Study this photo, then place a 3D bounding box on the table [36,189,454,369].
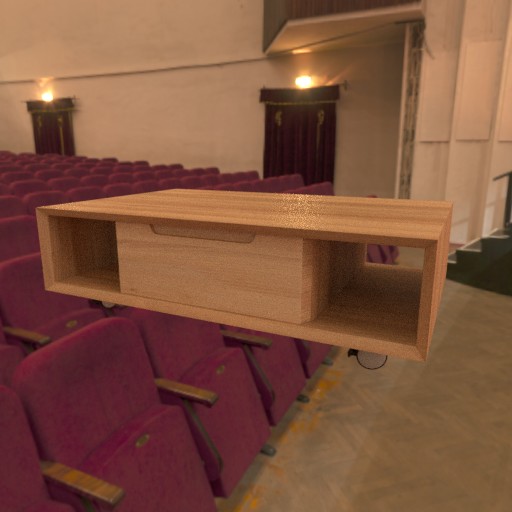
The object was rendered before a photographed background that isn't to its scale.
[{"bbox_3d":[0.000,0.000,1.416,1.100,0.330,0.700,6,15,25],"label":"table"}]
